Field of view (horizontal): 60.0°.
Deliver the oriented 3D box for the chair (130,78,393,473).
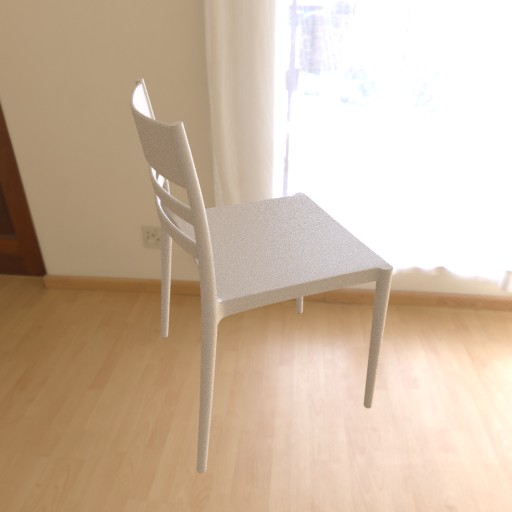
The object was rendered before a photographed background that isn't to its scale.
[{"bbox_3d":[0.000,0.000,1.119,0.511,0.800,0.531,-10,32,-17],"label":"chair"}]
